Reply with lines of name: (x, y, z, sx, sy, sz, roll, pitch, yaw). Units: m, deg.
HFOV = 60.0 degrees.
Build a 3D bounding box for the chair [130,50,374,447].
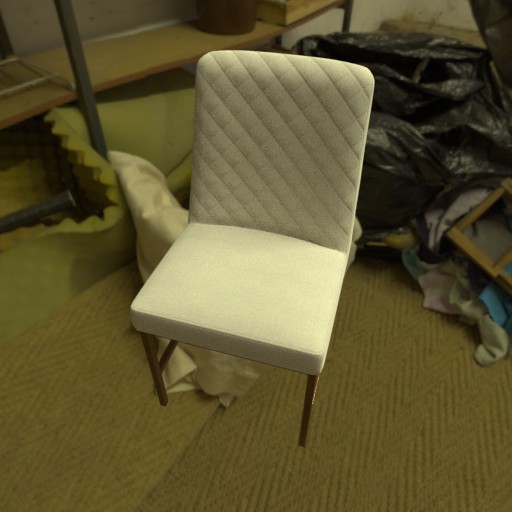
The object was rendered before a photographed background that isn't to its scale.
chair: (0.000, 0.000, 1.265, 0.503, 0.933, 0.597, 11, 43, 12)
